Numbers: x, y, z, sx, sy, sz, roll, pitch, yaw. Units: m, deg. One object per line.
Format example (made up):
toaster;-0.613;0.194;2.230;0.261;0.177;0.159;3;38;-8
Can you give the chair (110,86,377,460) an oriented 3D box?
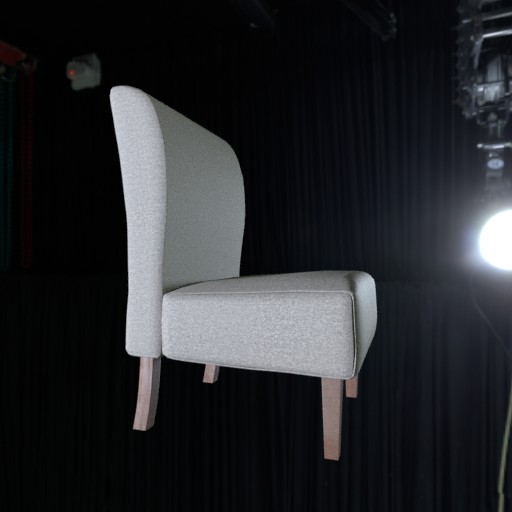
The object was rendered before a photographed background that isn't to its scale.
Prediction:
chair;0.000;0.000;1.154;0.592;0.804;0.513;0;1;18
